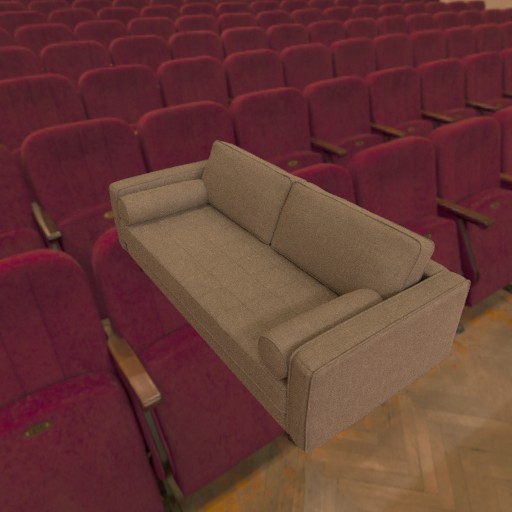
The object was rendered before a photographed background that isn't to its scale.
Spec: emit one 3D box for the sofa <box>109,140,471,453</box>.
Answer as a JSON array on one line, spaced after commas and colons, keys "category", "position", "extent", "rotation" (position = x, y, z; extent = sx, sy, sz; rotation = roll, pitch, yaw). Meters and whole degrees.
[{"category": "sofa", "position": [0.000, 0.000, 2.350], "extent": [0.914, 0.762, 1.879], "rotation": [-21, 38, -29]}]
